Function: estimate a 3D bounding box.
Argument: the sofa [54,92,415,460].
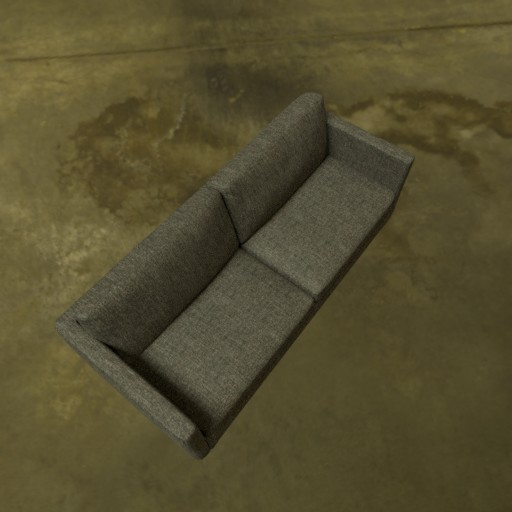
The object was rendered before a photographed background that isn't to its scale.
[{"bbox_3d":[0.000,0.000,2.771,0.948,0.960,2.208,34,64,19],"label":"sofa"}]
